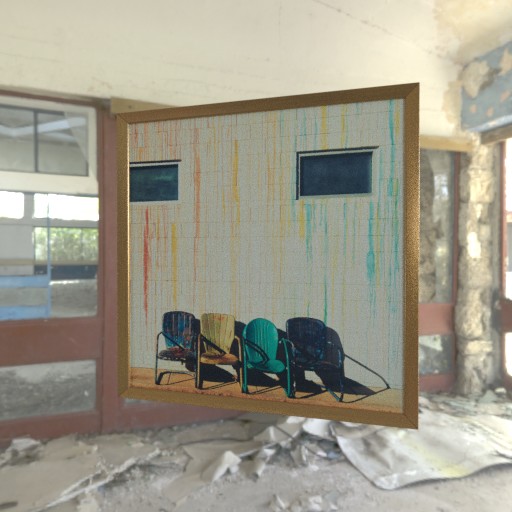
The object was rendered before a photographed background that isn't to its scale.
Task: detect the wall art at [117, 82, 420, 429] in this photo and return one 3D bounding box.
[{"bbox_3d":[0.000,0.000,0.733,0.505,0.505,0.037,0,1,17],"label":"wall art"}]
